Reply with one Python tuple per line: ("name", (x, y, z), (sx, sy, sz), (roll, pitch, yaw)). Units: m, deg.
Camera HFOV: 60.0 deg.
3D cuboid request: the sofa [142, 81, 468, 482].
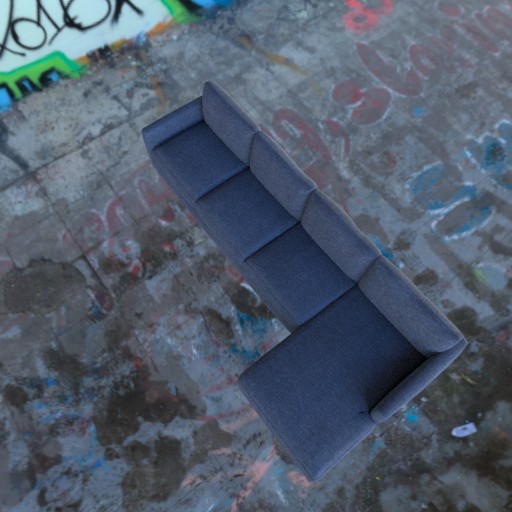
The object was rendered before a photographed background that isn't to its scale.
("sofa", (0.000, 0.000, 3.402), (1.350, 0.810, 2.932), (-35, 69, -15))
